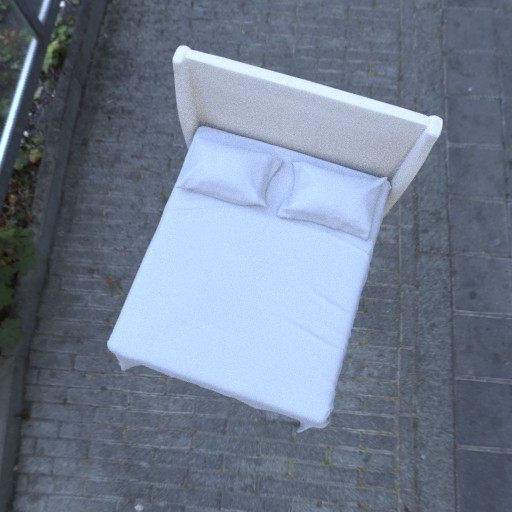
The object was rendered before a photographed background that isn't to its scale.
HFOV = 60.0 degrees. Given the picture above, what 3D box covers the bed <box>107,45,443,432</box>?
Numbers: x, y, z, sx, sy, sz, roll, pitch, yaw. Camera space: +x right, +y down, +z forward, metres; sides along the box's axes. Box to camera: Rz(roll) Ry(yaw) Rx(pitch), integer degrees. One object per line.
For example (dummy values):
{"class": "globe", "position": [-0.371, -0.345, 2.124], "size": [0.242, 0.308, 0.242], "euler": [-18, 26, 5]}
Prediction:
{"class": "bed", "position": [0.000, 0.000, 3.365], "size": [1.925, 1.332, 2.276], "euler": [18, 75, 5]}
